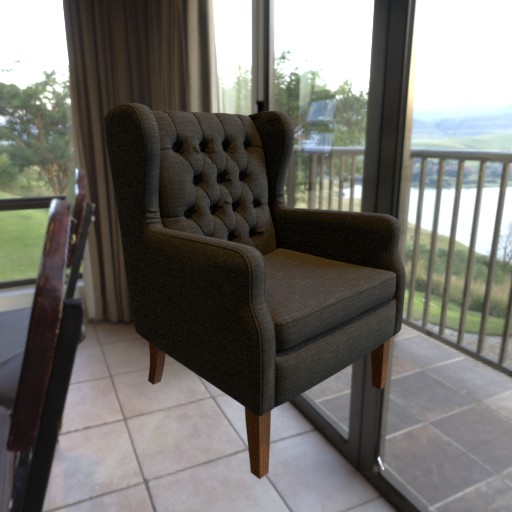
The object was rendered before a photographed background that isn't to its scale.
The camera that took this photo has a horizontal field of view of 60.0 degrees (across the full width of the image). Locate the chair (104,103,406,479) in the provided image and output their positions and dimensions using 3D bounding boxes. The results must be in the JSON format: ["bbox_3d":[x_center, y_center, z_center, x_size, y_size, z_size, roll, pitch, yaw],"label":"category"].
[{"bbox_3d":[0.000,0.000,1.469,0.711,0.953,0.775,-14,21,-43],"label":"chair"}]
